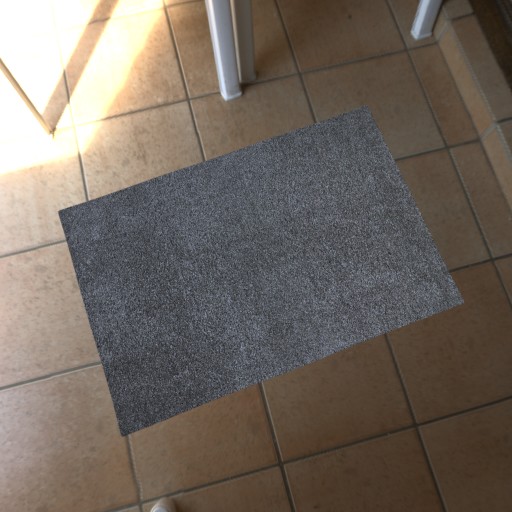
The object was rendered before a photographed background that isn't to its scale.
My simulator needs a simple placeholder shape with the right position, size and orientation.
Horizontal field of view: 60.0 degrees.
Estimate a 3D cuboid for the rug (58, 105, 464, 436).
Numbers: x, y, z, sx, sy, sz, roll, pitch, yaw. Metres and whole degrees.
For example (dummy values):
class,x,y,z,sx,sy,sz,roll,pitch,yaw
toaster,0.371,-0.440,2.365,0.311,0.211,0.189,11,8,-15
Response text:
class,x,y,z,sx,sy,sz,roll,pitch,yaw
rug,0.000,0.000,3.448,2.699,0.026,1.802,-20,77,-5
